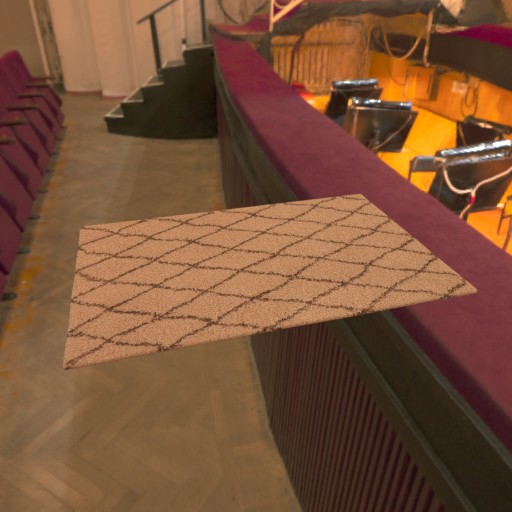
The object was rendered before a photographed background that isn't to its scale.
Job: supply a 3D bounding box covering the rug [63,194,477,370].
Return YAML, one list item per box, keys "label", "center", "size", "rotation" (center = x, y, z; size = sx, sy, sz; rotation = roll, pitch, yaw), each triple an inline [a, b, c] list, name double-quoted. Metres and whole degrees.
- label: "rug"
  center: [0.000, 0.000, 3.523]
  size: [2.743, 0.030, 1.778]
  rotation: [-8, 32, -13]
